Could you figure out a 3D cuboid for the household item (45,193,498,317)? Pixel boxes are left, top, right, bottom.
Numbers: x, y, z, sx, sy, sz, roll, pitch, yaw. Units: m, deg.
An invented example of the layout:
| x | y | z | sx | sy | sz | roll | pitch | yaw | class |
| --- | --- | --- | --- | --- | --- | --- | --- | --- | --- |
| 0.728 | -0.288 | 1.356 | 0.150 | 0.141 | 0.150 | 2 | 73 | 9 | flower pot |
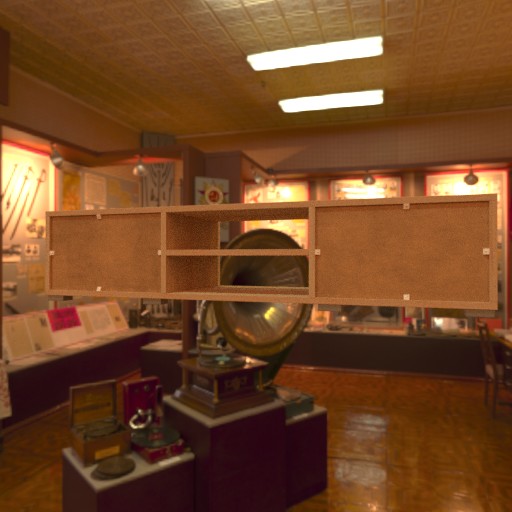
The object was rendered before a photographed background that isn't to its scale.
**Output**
| x | y | z | sx | sy | sz | roll | pitch | yaw | class |
| --- | --- | --- | --- | --- | --- | --- | --- | --- | --- |
| 0.000 | 0.000 | 1.518 | 1.400 | 0.310 | 0.420 | 0 | 0 | 18 | household item |
